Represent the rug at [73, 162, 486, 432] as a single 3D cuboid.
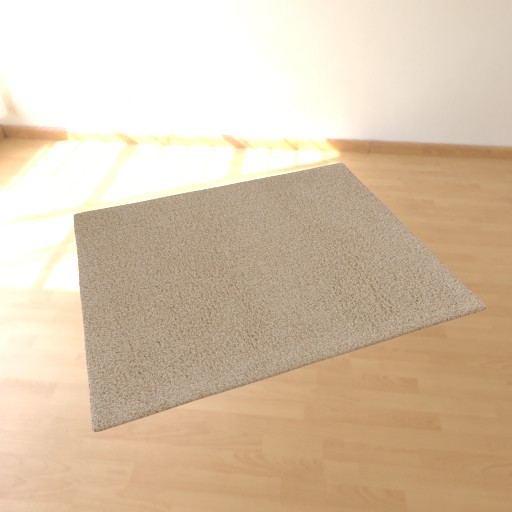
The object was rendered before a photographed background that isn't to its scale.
[{"bbox_3d":[0.000,0.000,4.001,3.047,0.029,2.438,-13,43,-15],"label":"rug"}]
